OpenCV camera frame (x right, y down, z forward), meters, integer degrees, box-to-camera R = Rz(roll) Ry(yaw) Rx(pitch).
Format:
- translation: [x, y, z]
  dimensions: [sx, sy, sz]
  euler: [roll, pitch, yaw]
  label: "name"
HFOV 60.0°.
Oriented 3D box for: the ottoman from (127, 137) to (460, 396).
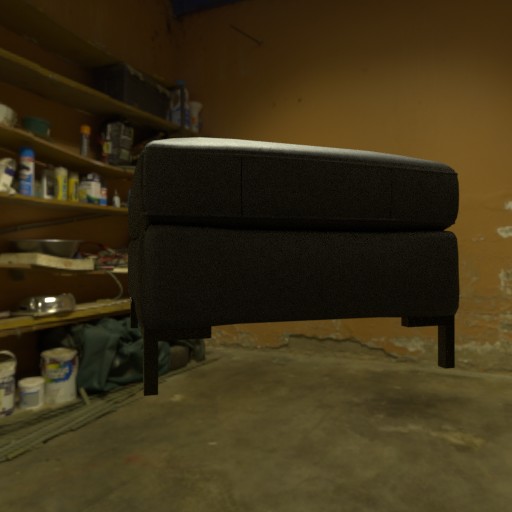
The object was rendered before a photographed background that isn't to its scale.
- translation: [0.000, 0.000, 1.774]
  dimensions: [0.967, 0.696, 1.187]
  euler: [0, 0, -17]
  label: "ottoman"
